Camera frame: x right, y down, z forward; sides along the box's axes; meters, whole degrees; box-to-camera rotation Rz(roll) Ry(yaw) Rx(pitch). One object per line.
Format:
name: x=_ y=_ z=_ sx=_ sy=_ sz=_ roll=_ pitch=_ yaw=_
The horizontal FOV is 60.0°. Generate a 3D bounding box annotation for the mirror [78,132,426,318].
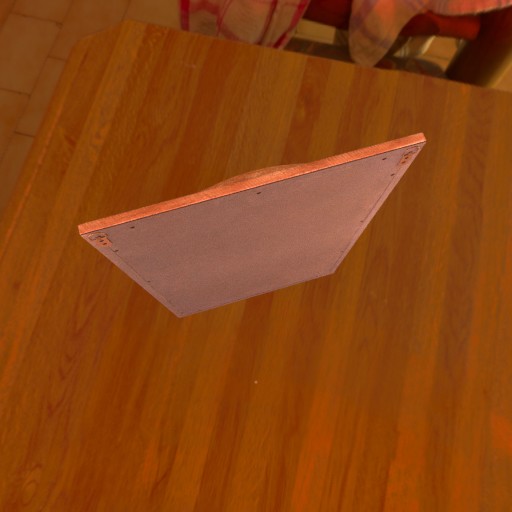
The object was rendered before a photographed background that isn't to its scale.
mirror: x=0.000 y=0.000 z=0.988 sx=0.495 sy=0.787 sz=0.058 roll=-16 pitch=75 yaw=-4
